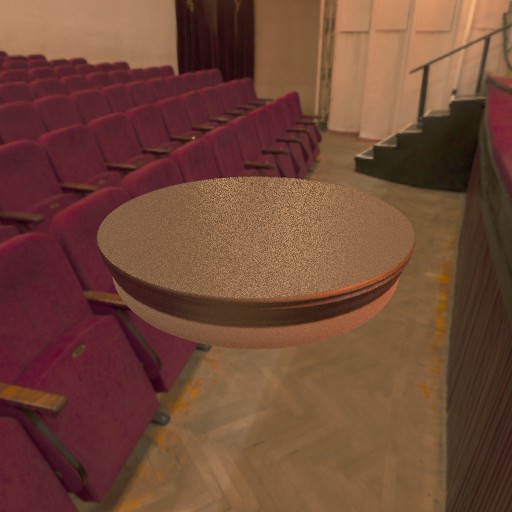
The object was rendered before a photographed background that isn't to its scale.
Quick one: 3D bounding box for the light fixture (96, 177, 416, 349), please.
[{"bbox_3d":[0.000,0.000,0.557,0.368,0.100,0.368,0,26,0],"label":"light fixture"}]
